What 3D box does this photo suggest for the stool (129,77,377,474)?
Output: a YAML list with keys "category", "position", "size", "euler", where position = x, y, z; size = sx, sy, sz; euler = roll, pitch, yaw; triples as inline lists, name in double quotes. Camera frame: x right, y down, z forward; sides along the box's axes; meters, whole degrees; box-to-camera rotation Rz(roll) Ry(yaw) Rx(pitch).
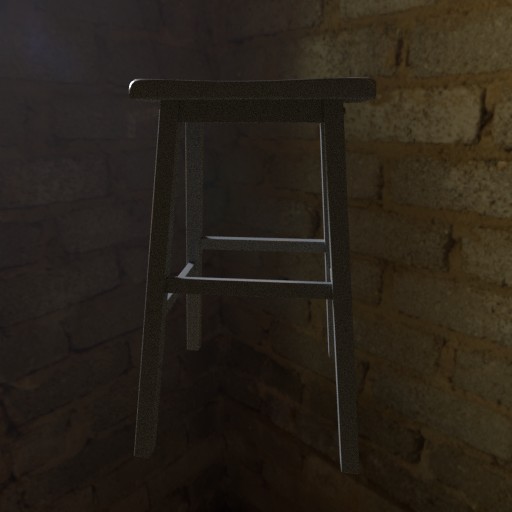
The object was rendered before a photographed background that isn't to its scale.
- category: "stool"
  position: [0.000, 0.000, 1.009]
  size: [0.457, 0.737, 0.476]
  euler: [2, 17, 6]
